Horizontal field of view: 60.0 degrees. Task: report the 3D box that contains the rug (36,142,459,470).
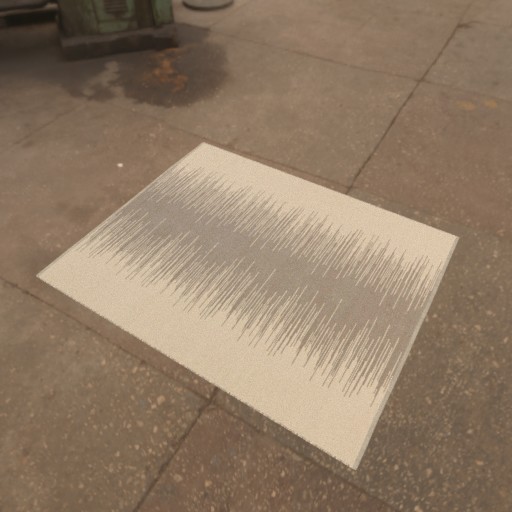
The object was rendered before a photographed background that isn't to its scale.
[{"bbox_3d":[0.000,0.000,4.042,3.037,0.010,2.453,25,52,21],"label":"rug"}]
